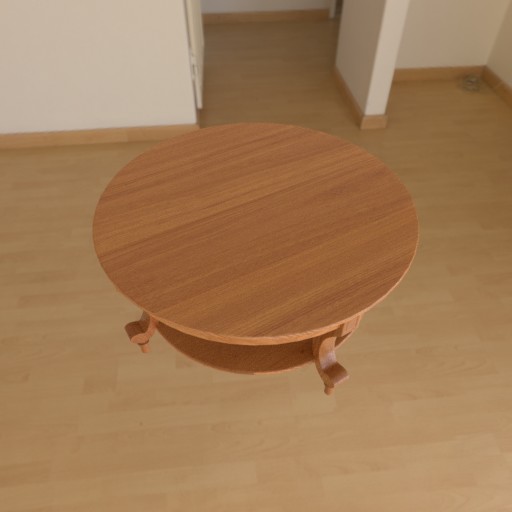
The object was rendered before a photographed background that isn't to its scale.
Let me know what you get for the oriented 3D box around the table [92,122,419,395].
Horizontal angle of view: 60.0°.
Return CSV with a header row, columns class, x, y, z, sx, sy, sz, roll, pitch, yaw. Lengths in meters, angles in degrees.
class,x,y,z,sx,sy,sz,roll,pitch,yaw
table,0.000,0.000,1.606,1.029,0.490,1.029,0,46,0
